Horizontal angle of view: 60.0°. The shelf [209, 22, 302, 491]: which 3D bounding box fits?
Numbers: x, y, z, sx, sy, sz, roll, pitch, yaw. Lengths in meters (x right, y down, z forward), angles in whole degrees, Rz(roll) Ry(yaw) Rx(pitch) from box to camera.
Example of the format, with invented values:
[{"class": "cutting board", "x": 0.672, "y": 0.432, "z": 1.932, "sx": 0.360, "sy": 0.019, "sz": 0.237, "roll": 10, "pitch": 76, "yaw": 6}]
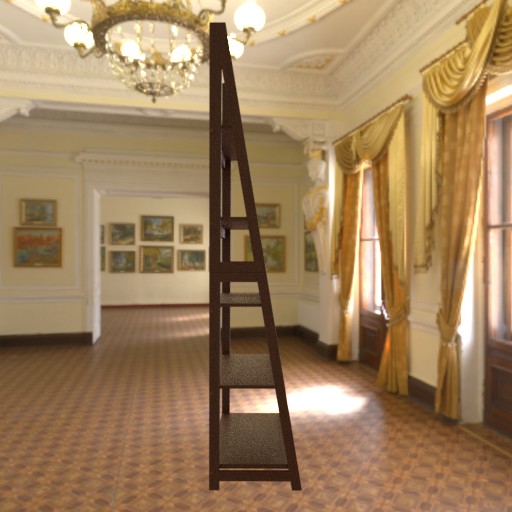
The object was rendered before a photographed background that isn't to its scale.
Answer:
[{"class": "shelf", "x": 0.000, "y": 0.000, "z": 1.972, "sx": 0.350, "sy": 1.770, "sz": 0.600, "roll": 0, "pitch": 0, "yaw": 0}]
